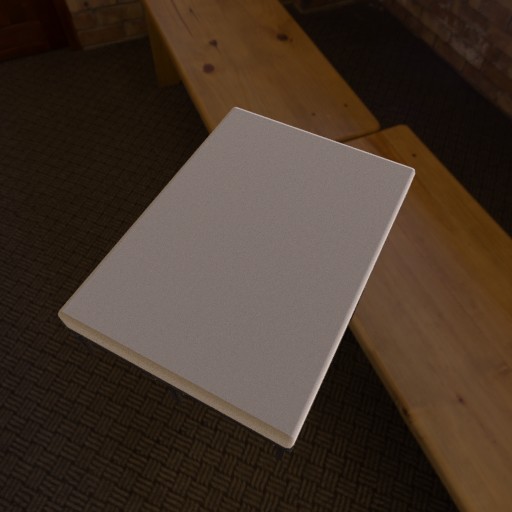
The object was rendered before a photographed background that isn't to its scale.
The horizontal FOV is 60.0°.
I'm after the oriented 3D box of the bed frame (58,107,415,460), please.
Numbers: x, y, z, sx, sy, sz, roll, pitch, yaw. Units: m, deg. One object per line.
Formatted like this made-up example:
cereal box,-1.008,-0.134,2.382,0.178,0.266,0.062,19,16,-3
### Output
bed frame,0.000,0.000,3.846,2.205,0.680,2.842,30,62,18
